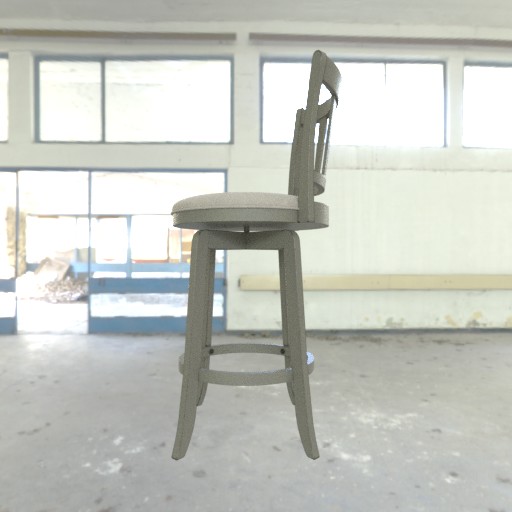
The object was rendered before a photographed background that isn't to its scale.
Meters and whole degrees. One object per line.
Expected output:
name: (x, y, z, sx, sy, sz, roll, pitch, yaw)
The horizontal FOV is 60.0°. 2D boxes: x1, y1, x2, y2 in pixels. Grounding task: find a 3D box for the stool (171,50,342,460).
stool: (0.000, 0.000, 1.284, 0.486, 0.994, 0.450, 0, 0, -1)
